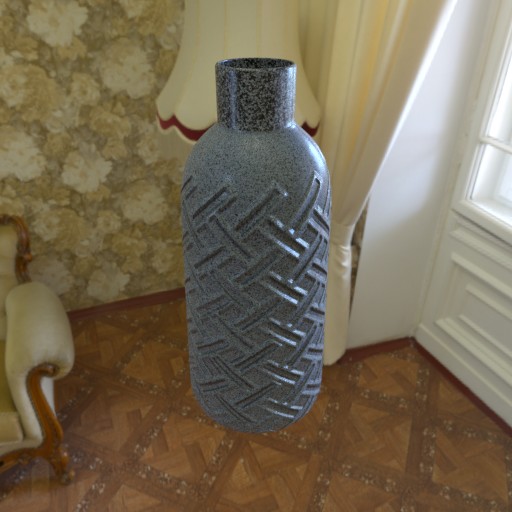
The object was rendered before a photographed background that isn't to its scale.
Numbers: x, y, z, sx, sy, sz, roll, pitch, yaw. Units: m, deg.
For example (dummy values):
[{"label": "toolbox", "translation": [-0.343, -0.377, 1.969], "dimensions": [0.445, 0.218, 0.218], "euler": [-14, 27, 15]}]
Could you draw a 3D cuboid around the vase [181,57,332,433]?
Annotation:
[{"label": "vase", "translation": [0.000, 0.000, 0.350], "dimensions": [0.122, 0.282, 0.122], "euler": [0, 31, 0]}]
